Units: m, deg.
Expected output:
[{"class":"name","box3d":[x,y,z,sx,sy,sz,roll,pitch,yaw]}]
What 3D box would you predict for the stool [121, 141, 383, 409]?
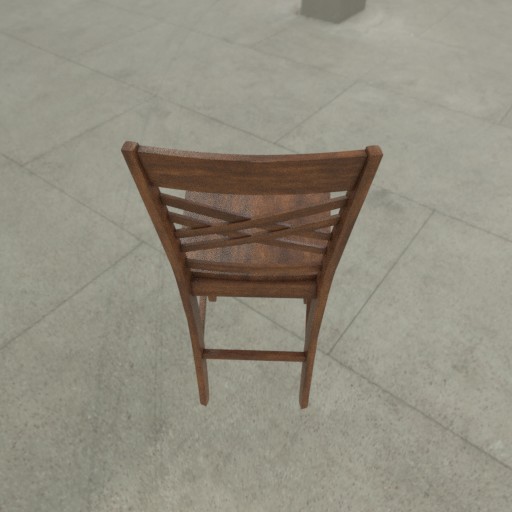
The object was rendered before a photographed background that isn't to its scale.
[{"class":"stool","box3d":[0.000,0.000,1.341,0.462,1.079,0.539,1,47,1]}]
